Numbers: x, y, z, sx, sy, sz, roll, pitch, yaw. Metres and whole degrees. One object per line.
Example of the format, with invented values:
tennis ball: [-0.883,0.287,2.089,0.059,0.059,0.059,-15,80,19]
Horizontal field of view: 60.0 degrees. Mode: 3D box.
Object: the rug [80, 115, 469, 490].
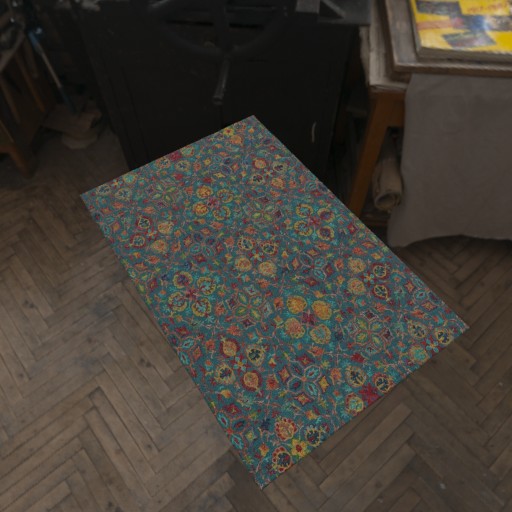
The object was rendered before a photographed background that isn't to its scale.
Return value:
rug: [0.000,0.000,2.337,1.216,0.014,1.836,-30,62,-18]
